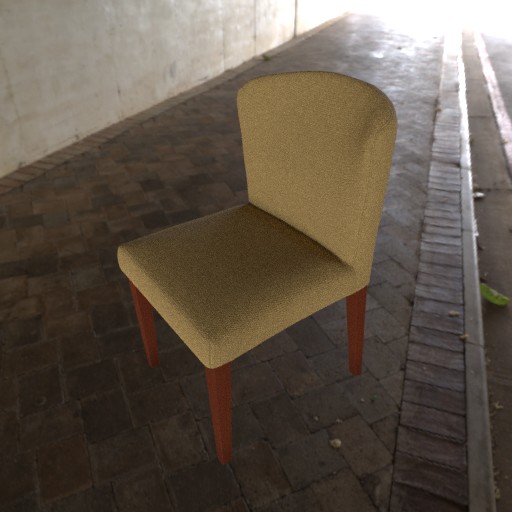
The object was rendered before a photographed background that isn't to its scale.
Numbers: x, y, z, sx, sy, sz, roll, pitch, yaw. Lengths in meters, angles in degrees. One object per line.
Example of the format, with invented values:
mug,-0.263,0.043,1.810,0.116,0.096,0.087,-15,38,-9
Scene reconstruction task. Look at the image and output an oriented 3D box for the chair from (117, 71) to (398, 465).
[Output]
chair,0.000,0.000,1.174,0.589,0.839,0.491,-23,40,-30
